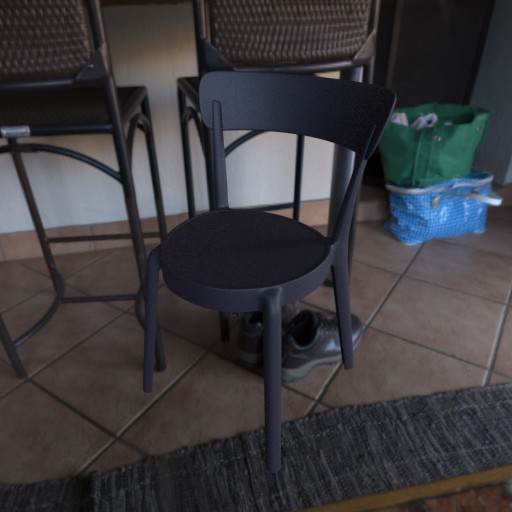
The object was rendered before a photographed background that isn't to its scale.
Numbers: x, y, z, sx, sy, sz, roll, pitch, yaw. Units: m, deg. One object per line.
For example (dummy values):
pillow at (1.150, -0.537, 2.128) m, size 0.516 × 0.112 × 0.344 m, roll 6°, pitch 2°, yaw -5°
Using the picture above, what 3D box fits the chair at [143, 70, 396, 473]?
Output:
chair at (0.000, 0.000, 1.105) m, size 0.506 × 0.790 × 0.491 m, roll 19°, pitch 36°, yaw 30°
